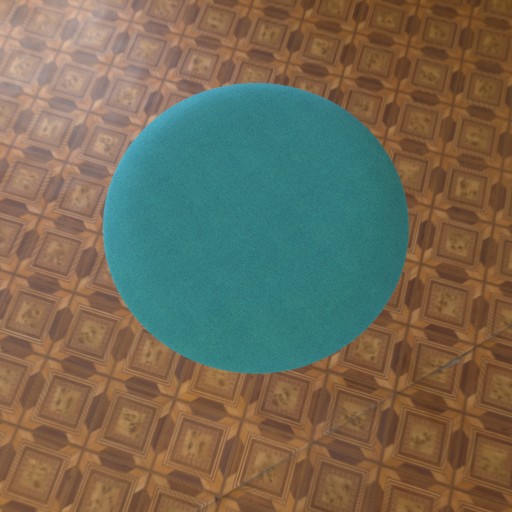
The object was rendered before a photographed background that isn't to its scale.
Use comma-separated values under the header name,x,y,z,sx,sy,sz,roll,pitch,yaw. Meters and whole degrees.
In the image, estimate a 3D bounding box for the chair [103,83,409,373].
name,x,y,z,sx,sy,sz,roll,pitch,yaw
chair,0.000,0.000,0.676,0.350,0.430,0.350,-15,75,-4
